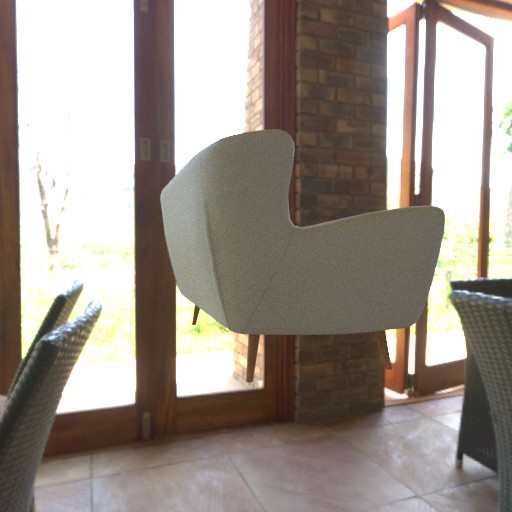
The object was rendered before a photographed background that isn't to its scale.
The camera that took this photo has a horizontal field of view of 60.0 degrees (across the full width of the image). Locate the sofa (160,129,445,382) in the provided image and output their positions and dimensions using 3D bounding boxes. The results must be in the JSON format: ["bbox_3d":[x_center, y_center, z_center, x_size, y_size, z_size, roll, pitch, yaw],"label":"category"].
[{"bbox_3d":[0.000,0.000,2.386,0.899,0.890,1.930,0,2,-18],"label":"sofa"}]
